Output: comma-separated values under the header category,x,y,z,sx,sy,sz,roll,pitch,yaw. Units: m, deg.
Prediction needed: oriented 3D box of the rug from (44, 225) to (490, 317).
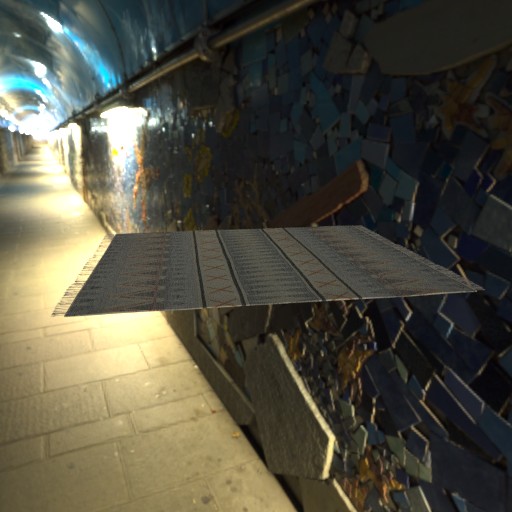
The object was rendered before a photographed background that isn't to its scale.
category,x,y,z,sx,sy,sz,roll,pitch,yaw
rug,0.000,0.000,4.031,3.000,0.012,2.371,-3,16,-9
